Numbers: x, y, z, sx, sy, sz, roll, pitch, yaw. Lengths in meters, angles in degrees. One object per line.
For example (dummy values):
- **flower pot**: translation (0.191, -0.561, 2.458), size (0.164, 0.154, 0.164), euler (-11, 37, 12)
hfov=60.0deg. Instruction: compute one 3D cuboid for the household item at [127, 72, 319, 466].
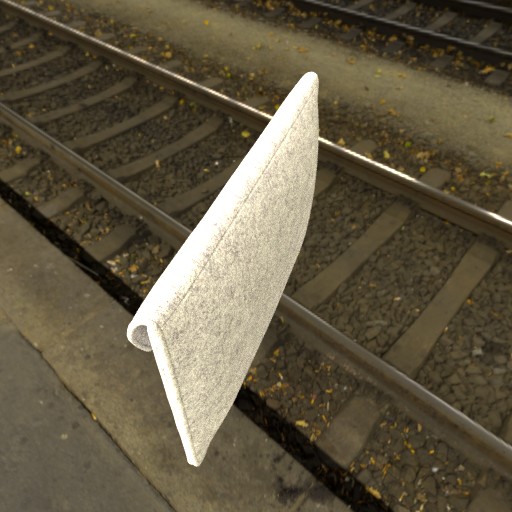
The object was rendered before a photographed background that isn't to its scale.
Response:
- **household item**: translation (0.000, 0.000, 0.426), size (0.057, 0.221, 0.335), euler (15, 48, 14)
